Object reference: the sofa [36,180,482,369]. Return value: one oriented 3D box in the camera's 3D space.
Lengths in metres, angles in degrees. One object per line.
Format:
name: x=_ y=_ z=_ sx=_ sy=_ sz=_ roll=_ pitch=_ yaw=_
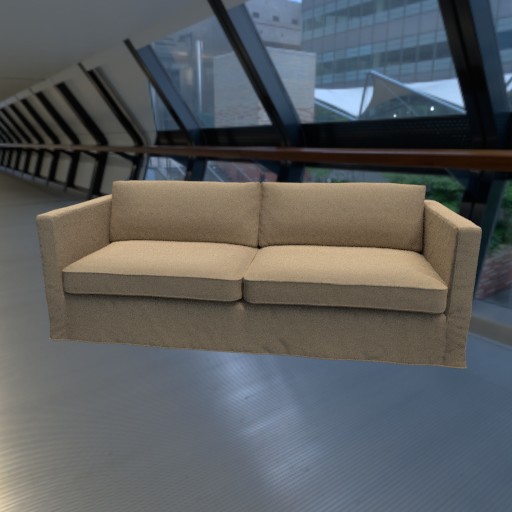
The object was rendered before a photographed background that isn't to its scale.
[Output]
sofa: x=0.000 y=0.000 z=2.724 sx=2.312 sy=0.853 sz=0.962 roll=2 pitch=16 yaw=8
